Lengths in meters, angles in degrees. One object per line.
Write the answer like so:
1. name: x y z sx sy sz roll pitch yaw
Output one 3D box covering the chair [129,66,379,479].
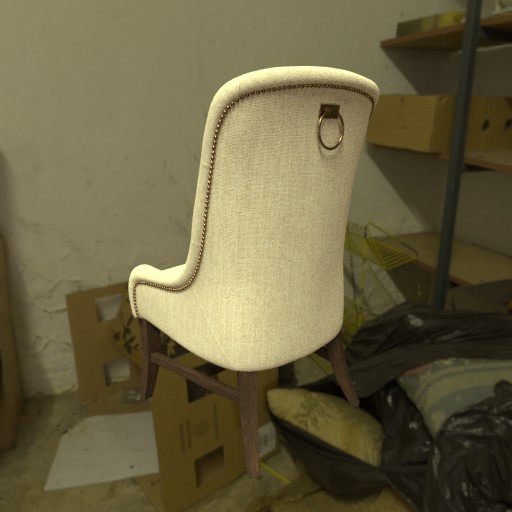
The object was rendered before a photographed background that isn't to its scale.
1. chair: 0.000 0.000 1.453 0.634 1.091 0.629 -14 21 -41
